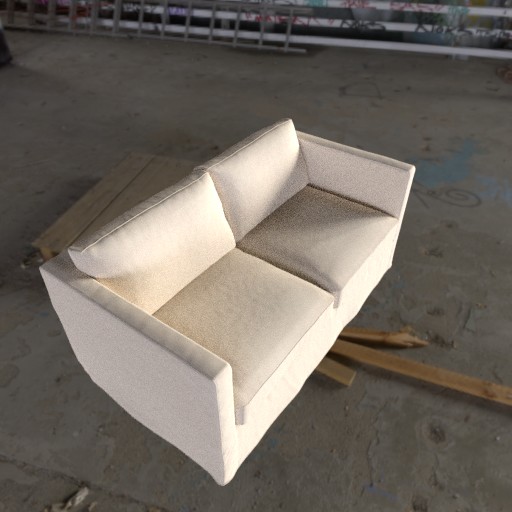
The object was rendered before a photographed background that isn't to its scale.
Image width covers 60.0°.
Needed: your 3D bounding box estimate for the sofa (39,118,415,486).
[{"bbox_3d":[0.000,0.000,2.290,0.962,0.834,1.746,25,46,27],"label":"sofa"}]
